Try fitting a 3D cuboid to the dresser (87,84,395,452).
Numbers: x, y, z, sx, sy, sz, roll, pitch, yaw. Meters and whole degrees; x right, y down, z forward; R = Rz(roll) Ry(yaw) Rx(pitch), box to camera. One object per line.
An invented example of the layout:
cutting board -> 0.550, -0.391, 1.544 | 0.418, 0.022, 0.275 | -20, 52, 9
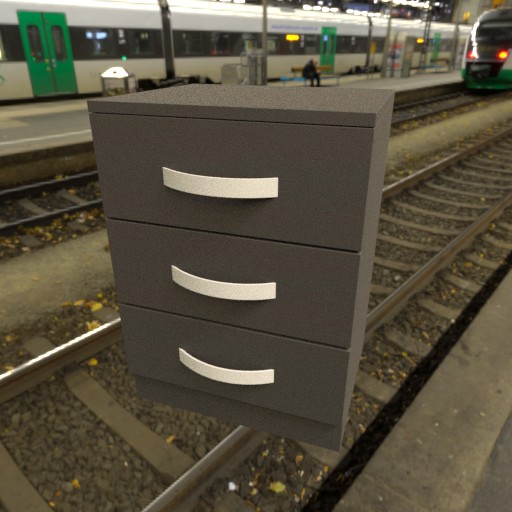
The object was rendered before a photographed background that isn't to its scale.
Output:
dresser -> 0.000, 0.000, 0.817 | 0.400, 0.560, 0.360 | 9, 27, 18
